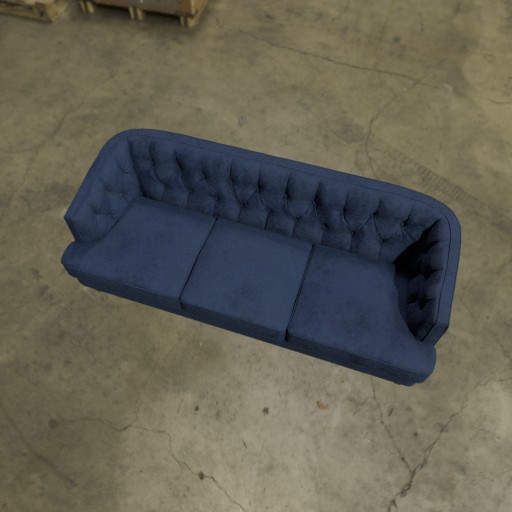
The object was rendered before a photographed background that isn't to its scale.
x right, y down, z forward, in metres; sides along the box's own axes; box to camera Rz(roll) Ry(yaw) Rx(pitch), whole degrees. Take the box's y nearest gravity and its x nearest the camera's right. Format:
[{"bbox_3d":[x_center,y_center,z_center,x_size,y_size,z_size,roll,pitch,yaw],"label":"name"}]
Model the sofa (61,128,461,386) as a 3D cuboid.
[{"bbox_3d":[0.000,0.000,2.786,2.278,0.855,0.941,16,59,10],"label":"sofa"}]
